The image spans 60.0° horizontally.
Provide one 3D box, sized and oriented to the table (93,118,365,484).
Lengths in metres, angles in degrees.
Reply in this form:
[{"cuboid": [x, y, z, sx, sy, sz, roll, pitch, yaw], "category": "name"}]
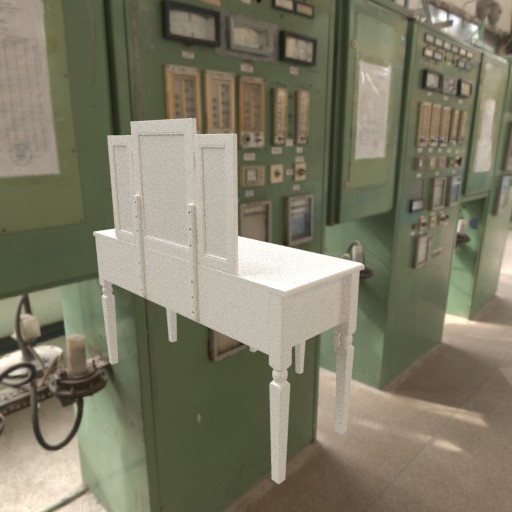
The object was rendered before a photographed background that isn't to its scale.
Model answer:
[{"cuboid": [0.000, 0.000, 2.288, 1.115, 1.310, 1.369, -14, 20, -43], "category": "table"}]
